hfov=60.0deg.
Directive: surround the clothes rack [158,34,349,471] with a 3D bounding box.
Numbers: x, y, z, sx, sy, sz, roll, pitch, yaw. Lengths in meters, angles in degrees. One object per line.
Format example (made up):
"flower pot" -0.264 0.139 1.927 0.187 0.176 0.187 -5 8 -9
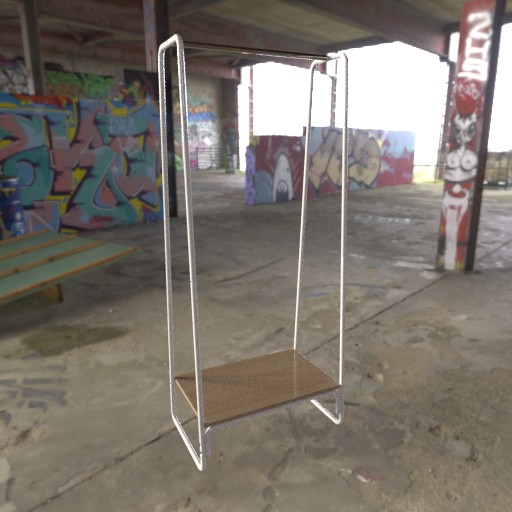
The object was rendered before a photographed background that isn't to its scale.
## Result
"clothes rack" 0.000 0.000 1.737 0.640 1.500 0.400 -7 16 -26
